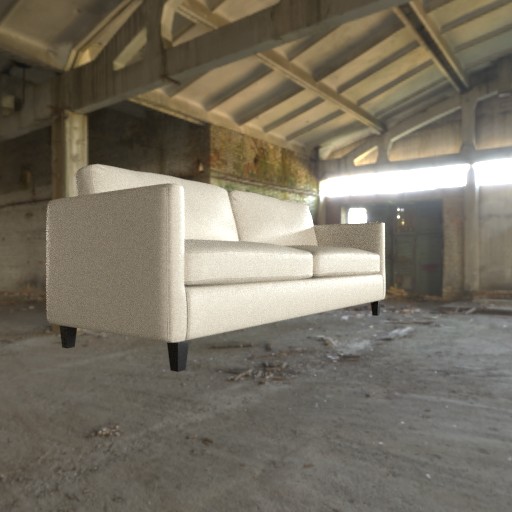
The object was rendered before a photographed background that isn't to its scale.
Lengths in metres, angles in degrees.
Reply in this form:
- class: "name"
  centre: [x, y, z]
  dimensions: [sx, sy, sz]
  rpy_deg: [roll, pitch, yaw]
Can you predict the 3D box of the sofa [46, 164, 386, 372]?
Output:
- class: "sofa"
  centre: [0.000, 0.000, 2.976]
  dimensions: [0.948, 0.965, 2.434]
  rpy_deg: [0, -1, 36]
